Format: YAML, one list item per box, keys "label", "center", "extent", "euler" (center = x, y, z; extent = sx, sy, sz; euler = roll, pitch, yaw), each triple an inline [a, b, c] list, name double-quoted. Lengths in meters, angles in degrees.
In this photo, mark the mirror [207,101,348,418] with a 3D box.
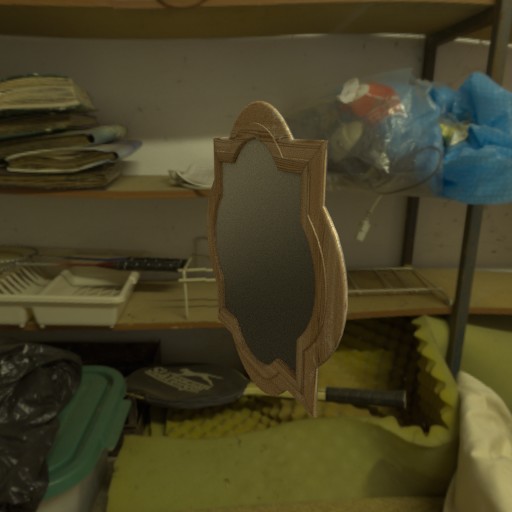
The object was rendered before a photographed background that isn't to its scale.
- label: "mirror"
  center: [0.000, 0.000, 1.065]
  extent: [0.019, 0.686, 0.686]
  euler: [-7, 17, -25]
